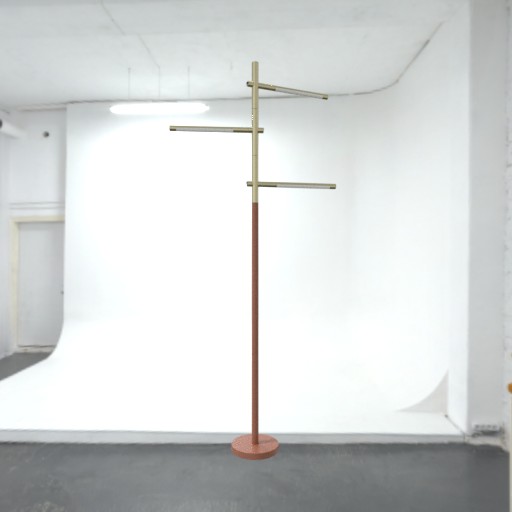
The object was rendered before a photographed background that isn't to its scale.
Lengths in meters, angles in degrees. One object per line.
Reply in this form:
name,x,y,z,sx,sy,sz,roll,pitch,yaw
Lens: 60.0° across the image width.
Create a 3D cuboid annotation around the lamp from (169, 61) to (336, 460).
lamp,0.000,0.000,1.955,0.737,1.704,0.209,0,0,-18
